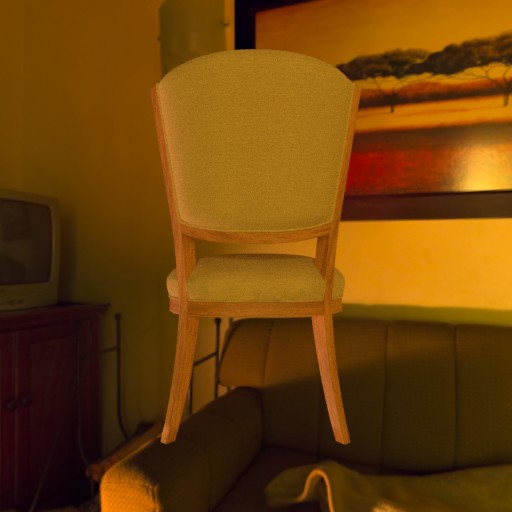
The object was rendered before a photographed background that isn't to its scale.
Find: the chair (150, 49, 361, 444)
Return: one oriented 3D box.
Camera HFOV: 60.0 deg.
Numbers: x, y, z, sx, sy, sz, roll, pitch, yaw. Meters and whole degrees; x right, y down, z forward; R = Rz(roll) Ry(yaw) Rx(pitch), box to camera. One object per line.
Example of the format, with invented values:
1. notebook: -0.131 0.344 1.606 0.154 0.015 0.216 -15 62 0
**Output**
1. chair: 0.000 0.000 1.238 0.513 0.905 0.584 0 -1 0
